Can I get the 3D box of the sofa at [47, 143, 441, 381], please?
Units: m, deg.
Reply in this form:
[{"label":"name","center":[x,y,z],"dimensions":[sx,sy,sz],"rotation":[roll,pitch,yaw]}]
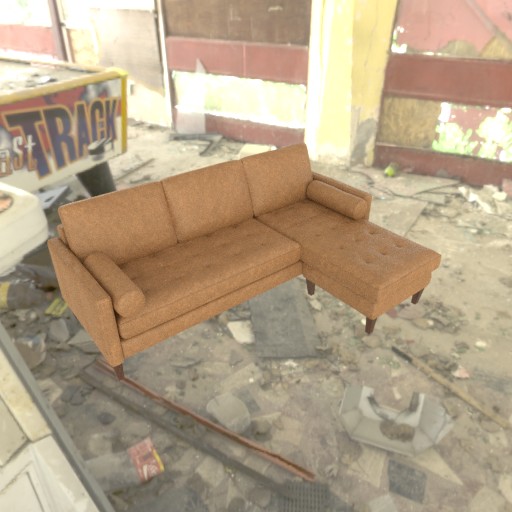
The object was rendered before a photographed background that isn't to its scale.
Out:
[{"label":"sofa","center":[0.000,0.000,2.937],"dimensions":[2.178,0.876,1.506],"rotation":[-23,38,-32]}]
